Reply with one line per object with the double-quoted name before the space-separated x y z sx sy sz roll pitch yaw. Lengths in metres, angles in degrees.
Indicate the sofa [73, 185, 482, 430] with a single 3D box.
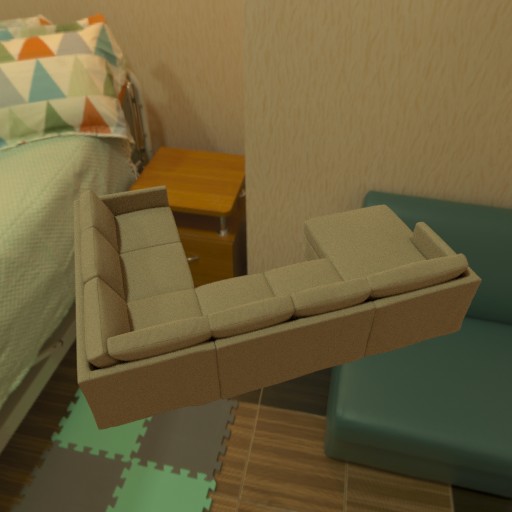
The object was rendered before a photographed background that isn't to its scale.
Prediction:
"sofa" 0.000 0.000 4.580 3.528 0.878 2.476 -12 43 -13
